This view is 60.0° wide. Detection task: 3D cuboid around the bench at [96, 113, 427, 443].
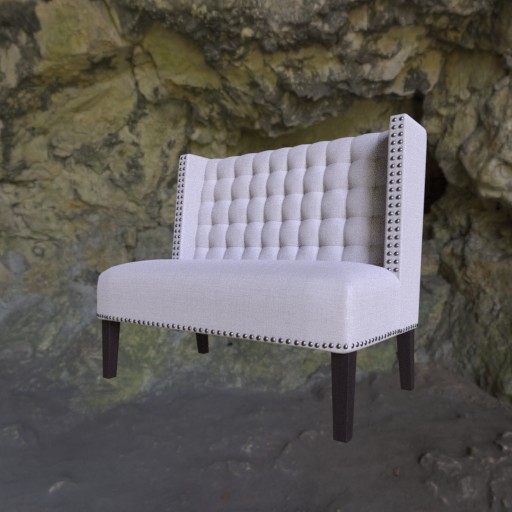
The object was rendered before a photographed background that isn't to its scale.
[{"bbox_3d":[0.000,0.000,1.987,1.280,1.123,0.847,0,0,36],"label":"bench"}]
